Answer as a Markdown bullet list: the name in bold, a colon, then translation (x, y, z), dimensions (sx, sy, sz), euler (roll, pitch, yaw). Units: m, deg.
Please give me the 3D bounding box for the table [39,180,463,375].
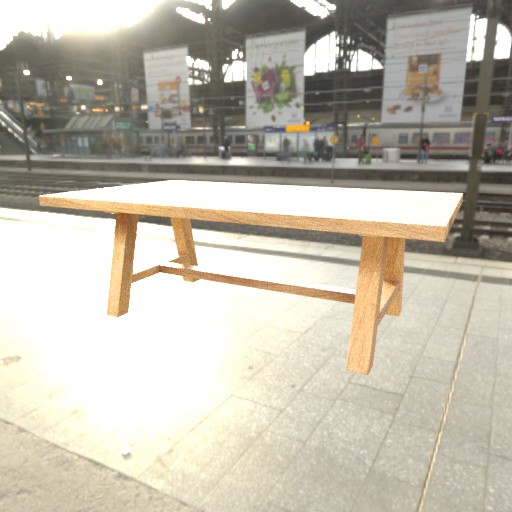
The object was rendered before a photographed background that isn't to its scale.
- **table**: translation (0.000, 0.000, 1.644), dimensions (1.320, 0.455, 0.760), euler (7, 16, 26)
